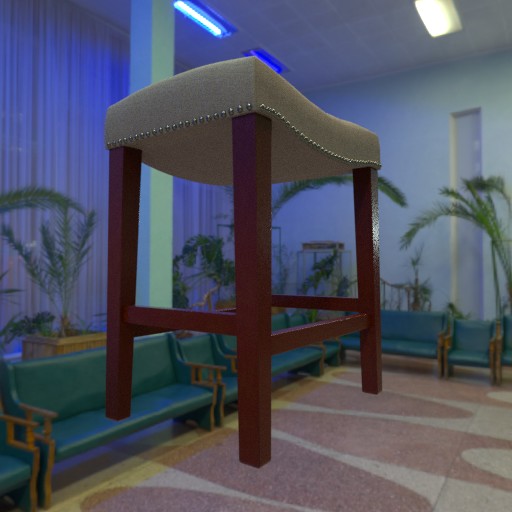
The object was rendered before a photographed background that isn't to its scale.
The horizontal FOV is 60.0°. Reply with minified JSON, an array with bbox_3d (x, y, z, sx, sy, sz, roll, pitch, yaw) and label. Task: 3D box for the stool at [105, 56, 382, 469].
[{"bbox_3d":[0.000,0.000,0.950,0.375,0.632,0.509,-1,-2,36],"label":"stool"}]
